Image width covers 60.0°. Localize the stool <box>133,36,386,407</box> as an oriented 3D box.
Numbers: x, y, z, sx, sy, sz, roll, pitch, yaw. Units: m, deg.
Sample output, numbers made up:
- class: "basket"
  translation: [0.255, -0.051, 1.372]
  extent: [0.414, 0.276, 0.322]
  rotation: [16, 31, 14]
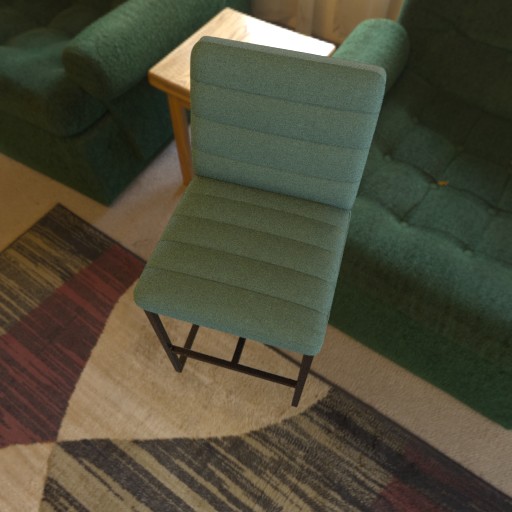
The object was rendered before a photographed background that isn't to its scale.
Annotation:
- class: "stool"
  translation: [0.000, 0.000, 1.255]
  extent: [0.460, 0.940, 0.560]
  rotation: [14, 59, 9]
